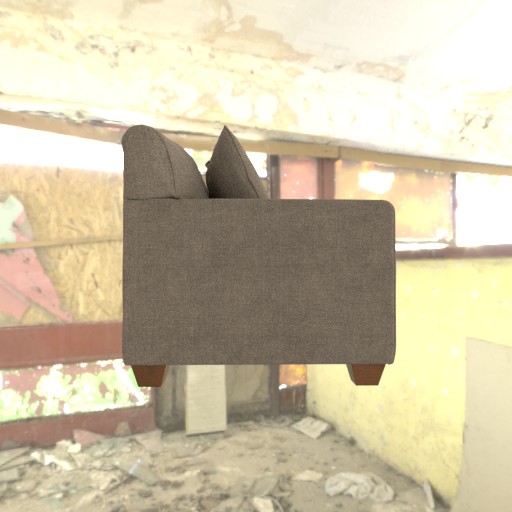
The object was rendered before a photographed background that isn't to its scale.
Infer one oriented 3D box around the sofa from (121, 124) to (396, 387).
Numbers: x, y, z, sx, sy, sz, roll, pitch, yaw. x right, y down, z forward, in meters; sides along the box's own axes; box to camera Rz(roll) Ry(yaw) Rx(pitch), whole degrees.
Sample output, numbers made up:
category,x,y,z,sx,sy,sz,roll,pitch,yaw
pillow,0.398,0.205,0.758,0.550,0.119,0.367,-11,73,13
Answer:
category,x,y,z,sx,sy,sz,roll,pitch,yaw
sofa,0.000,0.000,2.529,0.997,0.958,2.024,0,-1,-1
